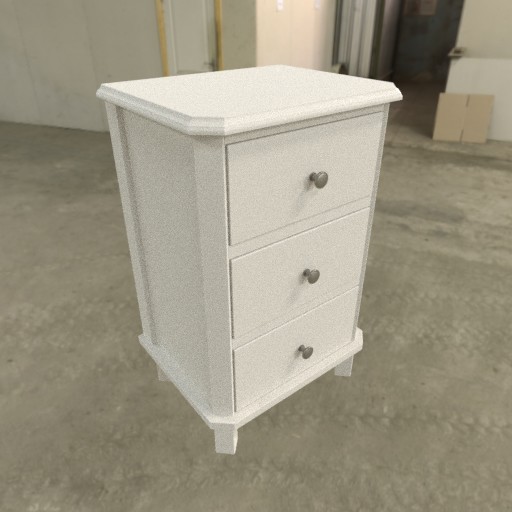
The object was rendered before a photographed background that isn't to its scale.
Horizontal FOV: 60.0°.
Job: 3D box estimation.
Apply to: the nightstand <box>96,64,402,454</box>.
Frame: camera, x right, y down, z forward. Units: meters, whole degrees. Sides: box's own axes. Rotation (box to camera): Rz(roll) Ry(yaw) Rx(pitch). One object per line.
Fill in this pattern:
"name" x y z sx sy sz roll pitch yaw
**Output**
"nightstand" 0.000 0.000 0.934 0.435 0.681 0.351 -22 37 -32
